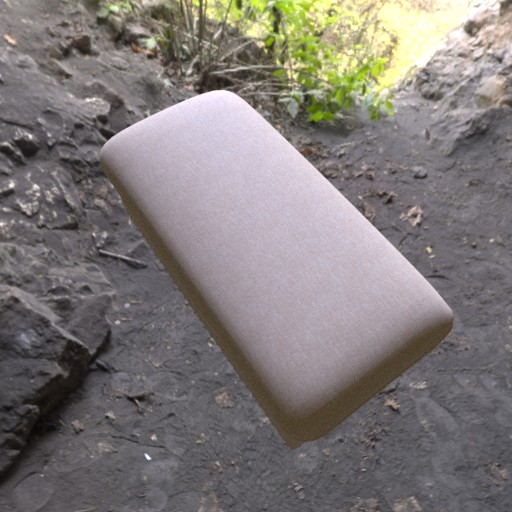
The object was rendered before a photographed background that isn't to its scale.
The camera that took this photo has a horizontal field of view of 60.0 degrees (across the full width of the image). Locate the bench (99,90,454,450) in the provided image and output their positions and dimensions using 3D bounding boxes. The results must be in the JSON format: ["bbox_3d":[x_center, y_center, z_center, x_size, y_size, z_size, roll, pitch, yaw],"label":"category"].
[{"bbox_3d":[0.000,0.000,1.281,0.483,0.483,0.991,-31,65,-17],"label":"bench"}]
